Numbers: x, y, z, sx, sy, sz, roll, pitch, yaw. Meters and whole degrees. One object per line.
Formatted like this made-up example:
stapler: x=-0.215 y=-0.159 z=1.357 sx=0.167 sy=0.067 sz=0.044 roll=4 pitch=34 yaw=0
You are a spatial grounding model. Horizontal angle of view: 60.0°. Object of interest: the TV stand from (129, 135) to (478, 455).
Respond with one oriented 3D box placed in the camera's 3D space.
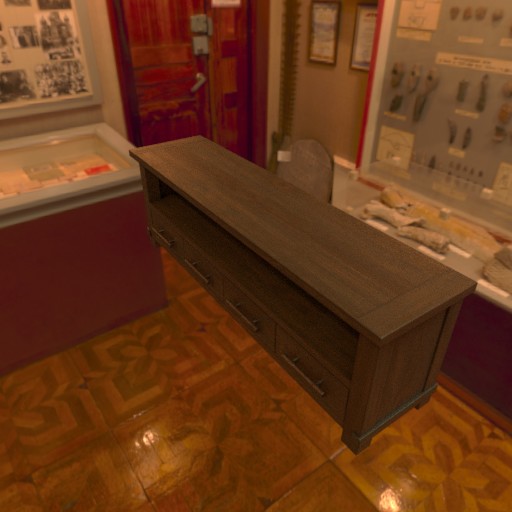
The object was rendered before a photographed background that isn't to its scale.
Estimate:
TV stand: x=0.000 y=0.000 z=2.139 sx=0.471 sy=0.615 sz=1.866 roll=-21 pitch=38 yaw=-29
